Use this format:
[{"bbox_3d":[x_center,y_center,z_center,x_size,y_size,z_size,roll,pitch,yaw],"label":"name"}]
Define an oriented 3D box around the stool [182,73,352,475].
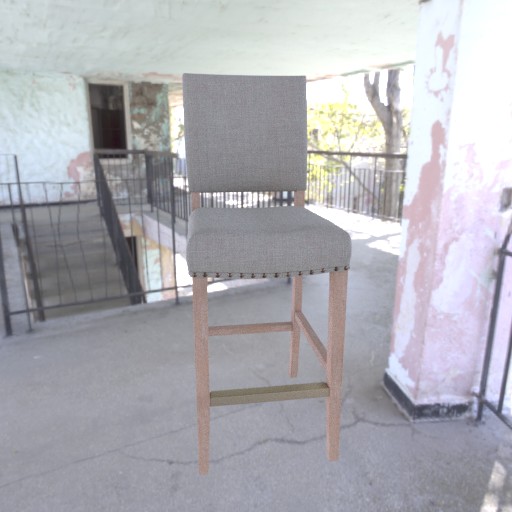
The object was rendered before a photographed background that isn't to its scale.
[{"bbox_3d":[0.000,0.000,1.450,0.445,1.173,0.585,-2,15,-8],"label":"stool"}]
